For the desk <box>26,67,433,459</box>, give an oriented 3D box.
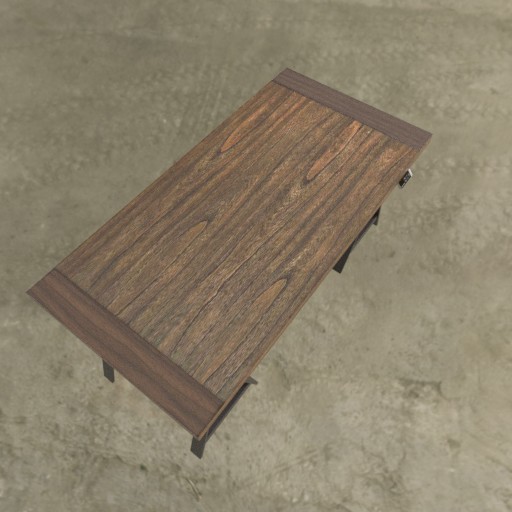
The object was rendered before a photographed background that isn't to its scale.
[{"bbox_3d":[0.000,0.000,1.989,0.784,0.725,1.543,33,63,19],"label":"desk"}]
